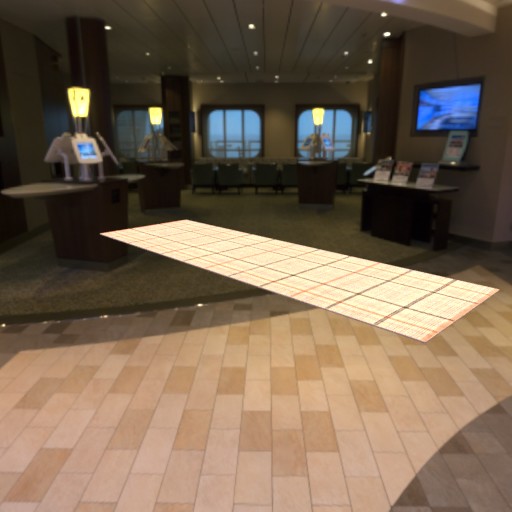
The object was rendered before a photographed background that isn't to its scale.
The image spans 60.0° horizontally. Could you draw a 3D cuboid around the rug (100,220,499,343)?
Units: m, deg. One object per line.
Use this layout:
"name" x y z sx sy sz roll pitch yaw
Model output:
"rug" 0.000 0.000 2.631 0.762 0.008 2.439 -15 21 -43
